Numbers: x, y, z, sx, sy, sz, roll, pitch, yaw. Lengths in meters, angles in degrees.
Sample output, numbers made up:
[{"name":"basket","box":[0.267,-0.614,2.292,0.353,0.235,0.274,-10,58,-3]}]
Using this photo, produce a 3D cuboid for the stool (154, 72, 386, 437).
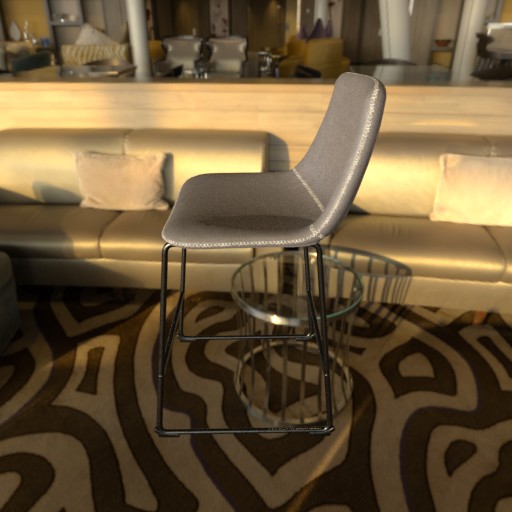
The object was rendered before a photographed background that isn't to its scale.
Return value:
[{"name":"stool","box":[0.000,0.000,1.167,0.546,0.876,0.470,0,27,-1]}]
